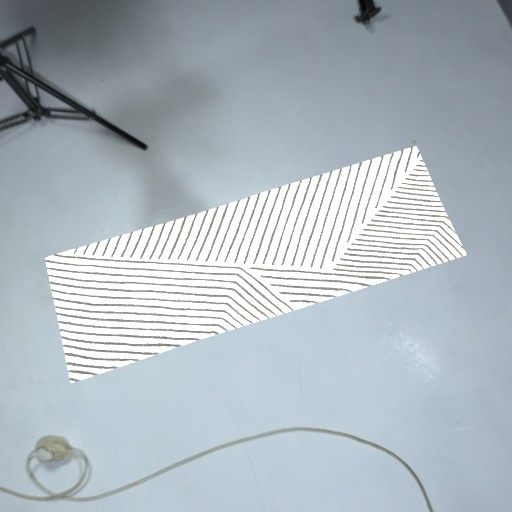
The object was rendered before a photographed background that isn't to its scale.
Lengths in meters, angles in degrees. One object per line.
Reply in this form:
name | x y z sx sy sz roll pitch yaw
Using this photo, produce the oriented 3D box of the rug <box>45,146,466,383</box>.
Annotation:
rug | 0.000 0.000 2.685 2.439 0.020 0.773 -17 75 -5
